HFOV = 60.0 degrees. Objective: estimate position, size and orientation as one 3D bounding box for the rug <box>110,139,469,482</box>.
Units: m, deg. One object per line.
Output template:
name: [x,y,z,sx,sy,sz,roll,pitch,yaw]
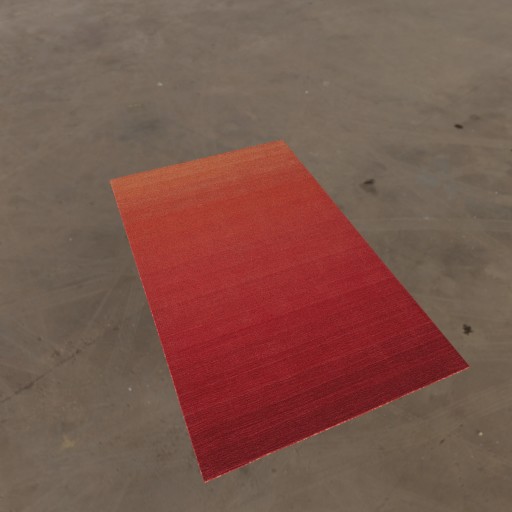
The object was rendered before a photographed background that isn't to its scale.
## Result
rug: [0.000,0.000,2.997,1.531,0.010,2.442,-17,49,-15]
